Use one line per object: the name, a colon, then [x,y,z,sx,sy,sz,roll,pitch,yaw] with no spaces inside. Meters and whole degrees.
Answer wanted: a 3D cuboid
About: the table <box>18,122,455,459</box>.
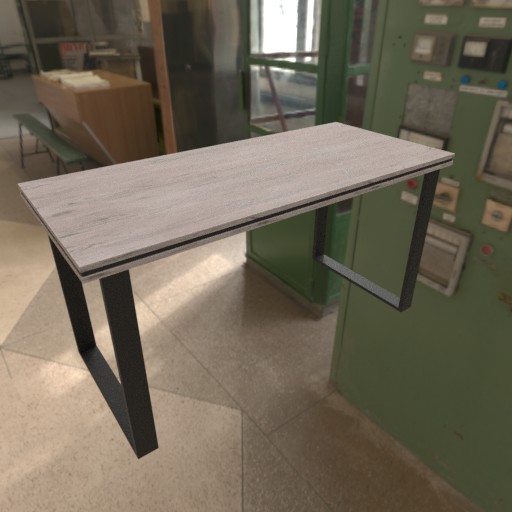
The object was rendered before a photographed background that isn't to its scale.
table: [0.000,0.000,2.170,1.778,0.899,0.795,-20,35,-31]
